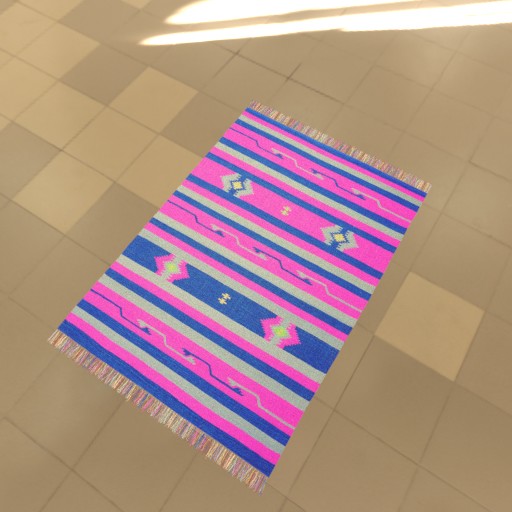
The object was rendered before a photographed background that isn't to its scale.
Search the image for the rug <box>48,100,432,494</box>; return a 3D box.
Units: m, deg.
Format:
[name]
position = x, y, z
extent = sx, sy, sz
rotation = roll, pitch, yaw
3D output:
[rug]
position = 0.000, 0.000, 2.928
extent = 1.539, 0.013, 2.350
rotation = 30, 68, 14
